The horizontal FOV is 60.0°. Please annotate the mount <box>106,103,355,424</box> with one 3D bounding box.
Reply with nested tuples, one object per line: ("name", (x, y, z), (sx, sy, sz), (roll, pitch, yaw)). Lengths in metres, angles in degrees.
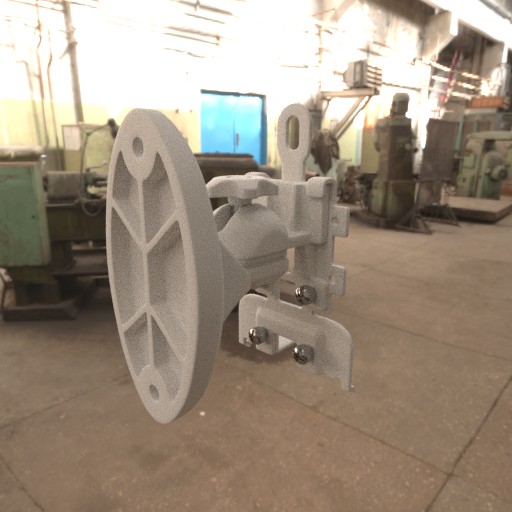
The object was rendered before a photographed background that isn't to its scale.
("mount", (0.000, 0.000, 0.177), (0.066, 0.118, 0.100), (14, 21, 43))
